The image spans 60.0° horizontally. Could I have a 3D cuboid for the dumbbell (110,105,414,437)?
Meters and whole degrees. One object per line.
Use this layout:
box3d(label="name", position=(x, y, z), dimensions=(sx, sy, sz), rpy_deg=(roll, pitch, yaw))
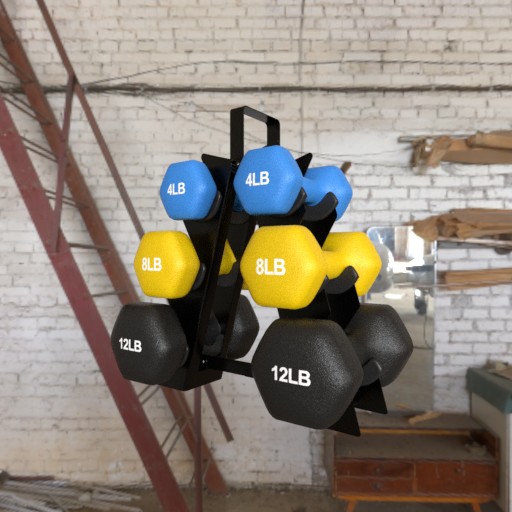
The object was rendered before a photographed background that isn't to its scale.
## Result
box3d(label="dumbbell", position=(0.000, 0.000, 0.668), dimensions=(0.409, 0.426, 0.255), rpy_deg=(0, 0, 36))
